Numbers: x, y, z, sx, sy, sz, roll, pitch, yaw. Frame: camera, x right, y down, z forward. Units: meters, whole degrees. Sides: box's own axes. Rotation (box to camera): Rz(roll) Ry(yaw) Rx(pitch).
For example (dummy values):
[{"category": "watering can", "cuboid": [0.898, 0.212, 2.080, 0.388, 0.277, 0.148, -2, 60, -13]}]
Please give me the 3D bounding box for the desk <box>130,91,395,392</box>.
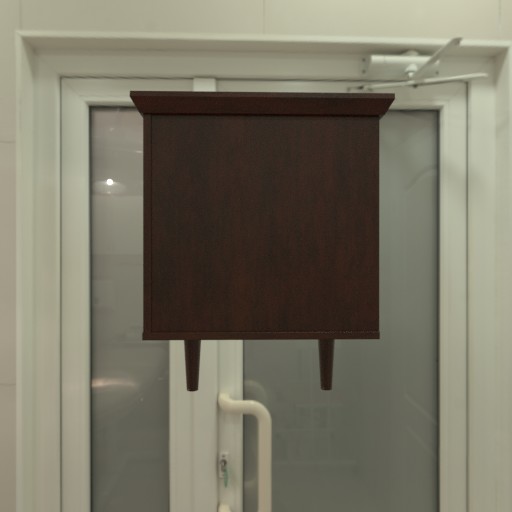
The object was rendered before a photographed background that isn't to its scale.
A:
[{"category": "desk", "cuboid": [0.000, 0.000, 1.660, 0.612, 0.758, 1.277, 0, 0, -2]}]
